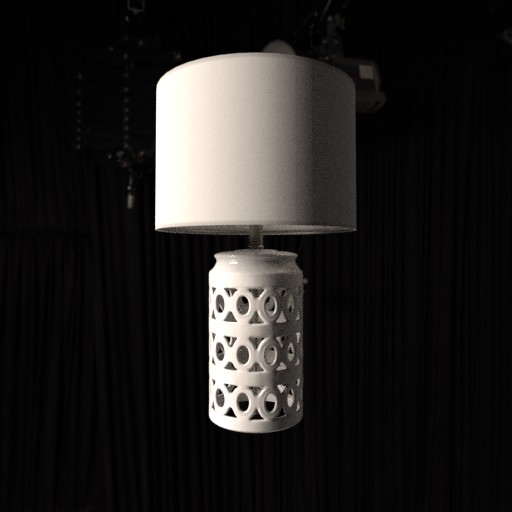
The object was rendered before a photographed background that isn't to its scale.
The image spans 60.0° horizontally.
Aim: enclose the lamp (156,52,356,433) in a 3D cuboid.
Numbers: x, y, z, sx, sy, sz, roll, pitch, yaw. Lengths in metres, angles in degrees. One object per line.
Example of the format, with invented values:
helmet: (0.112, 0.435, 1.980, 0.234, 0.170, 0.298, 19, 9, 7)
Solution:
lamp: (0.000, 0.000, 0.700, 0.310, 0.502, 0.310, 0, 0, 0)
